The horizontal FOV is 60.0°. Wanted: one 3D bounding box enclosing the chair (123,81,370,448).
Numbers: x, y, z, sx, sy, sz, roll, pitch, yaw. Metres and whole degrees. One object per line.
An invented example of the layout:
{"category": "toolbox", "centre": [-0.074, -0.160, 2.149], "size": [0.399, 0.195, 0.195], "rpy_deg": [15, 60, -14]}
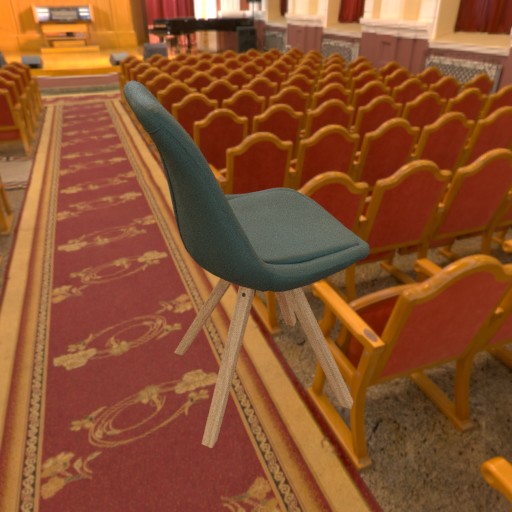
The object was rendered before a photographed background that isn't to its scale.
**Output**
{"category": "chair", "centre": [0.000, 0.000, 1.176], "size": [0.547, 0.865, 0.483], "rpy_deg": [-10, 31, -17]}
